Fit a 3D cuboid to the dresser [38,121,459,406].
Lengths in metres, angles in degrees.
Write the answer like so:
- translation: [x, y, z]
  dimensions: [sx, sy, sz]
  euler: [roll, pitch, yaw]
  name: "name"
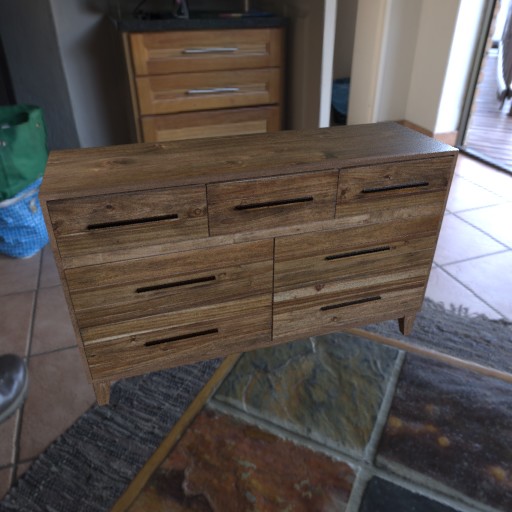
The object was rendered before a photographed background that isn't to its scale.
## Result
- translation: [0.000, 0.000, 1.802]
  dimensions: [1.400, 0.873, 0.446]
  euler: [-9, 32, -15]
  name: "dresser"
